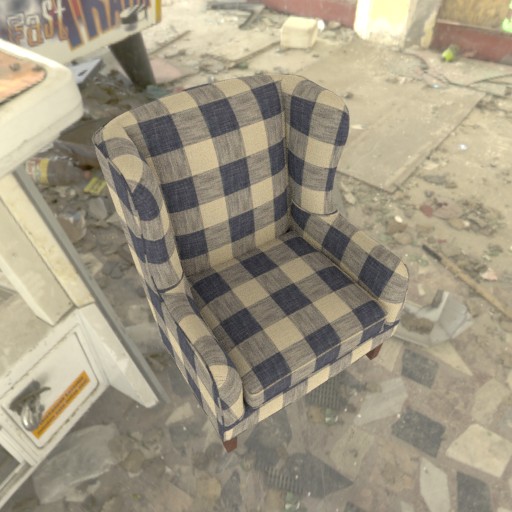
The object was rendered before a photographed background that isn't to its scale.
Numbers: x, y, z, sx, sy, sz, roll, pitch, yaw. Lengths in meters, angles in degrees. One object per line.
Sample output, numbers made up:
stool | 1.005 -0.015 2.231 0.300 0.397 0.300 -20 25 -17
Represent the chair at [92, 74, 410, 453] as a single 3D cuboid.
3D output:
chair | 0.000 0.000 1.706 0.830 1.041 0.889 -25 51 -22
